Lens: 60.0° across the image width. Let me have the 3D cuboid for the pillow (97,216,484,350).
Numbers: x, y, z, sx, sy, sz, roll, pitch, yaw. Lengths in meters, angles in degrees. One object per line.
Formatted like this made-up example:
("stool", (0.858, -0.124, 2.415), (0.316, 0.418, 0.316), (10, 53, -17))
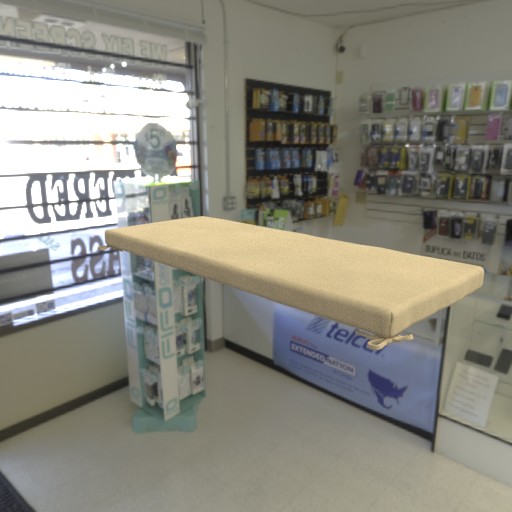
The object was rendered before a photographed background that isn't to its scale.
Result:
("pillow", (0.000, 0.000, 1.341), (0.492, 0.081, 1.187), (-13, 19, -43))
